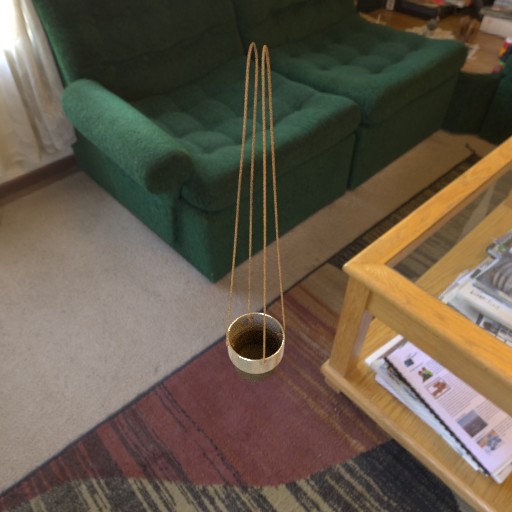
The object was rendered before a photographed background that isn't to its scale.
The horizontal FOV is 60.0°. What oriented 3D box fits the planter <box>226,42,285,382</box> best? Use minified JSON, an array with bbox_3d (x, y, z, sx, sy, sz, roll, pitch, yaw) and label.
[{"bbox_3d":[0.000,0.000,1.162,0.187,1.073,0.187,23,50,20],"label":"planter"}]
